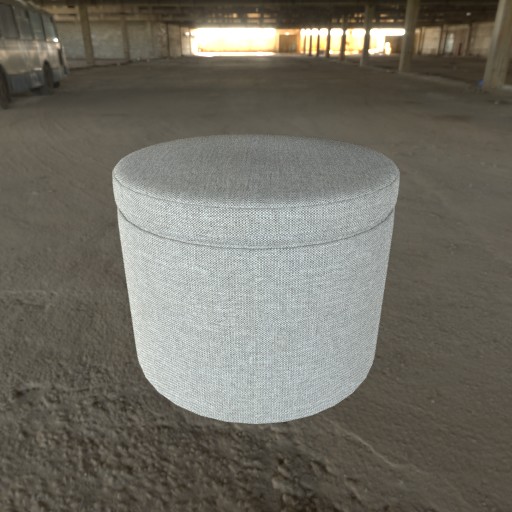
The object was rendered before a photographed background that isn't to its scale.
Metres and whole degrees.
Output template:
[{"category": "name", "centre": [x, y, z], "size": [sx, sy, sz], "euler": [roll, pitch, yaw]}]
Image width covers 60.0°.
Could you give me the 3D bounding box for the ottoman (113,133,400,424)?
[{"category": "ottoman", "centre": [0.000, 0.000, 0.877], "size": [0.500, 0.419, 0.500], "euler": [0, 26, 0]}]
